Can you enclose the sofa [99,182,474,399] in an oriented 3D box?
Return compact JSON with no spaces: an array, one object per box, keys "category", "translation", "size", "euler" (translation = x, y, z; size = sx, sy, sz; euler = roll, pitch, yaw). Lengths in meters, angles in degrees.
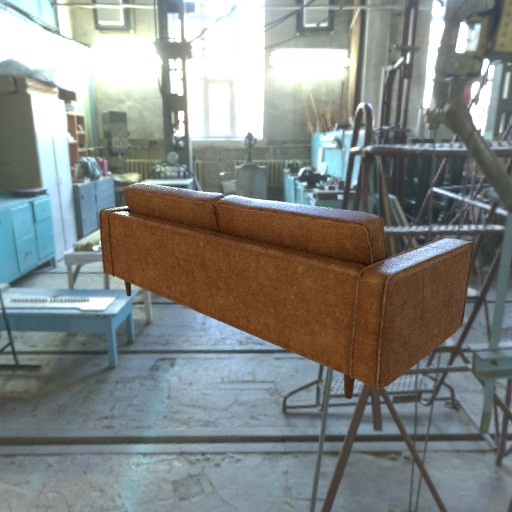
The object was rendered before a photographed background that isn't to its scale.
[{"category":"sofa","translation":[0.000,0.000,2.647],"size":[2.199,0.779,0.886],"euler":[14,21,42]}]
